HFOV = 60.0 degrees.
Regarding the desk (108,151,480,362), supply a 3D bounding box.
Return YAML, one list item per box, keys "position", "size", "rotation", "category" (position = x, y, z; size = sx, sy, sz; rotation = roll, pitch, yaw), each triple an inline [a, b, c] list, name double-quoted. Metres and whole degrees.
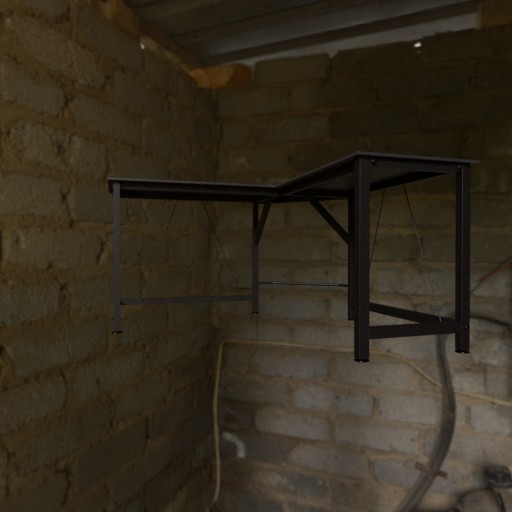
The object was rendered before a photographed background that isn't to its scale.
- position: [0.000, 0.000, 2.202]
  size: [1.400, 0.762, 1.400]
  rotation: [0, 1, -18]
  category: "desk"
